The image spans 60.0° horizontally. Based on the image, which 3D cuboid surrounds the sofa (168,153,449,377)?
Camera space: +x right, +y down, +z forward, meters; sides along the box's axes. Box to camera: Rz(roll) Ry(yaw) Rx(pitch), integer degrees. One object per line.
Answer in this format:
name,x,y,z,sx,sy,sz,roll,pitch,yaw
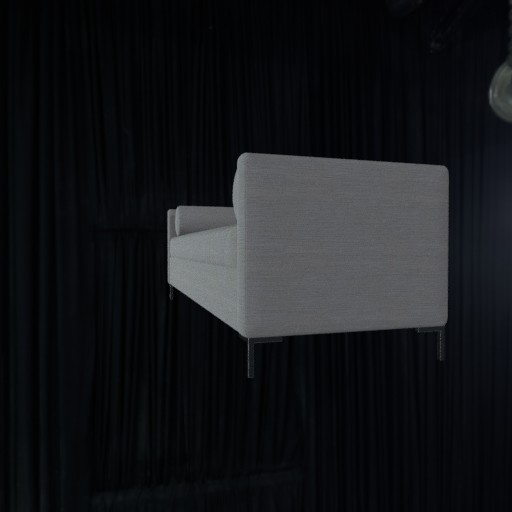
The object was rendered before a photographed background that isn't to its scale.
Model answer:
sofa,0.000,0.000,2.255,0.686,0.635,1.981,0,1,-17
